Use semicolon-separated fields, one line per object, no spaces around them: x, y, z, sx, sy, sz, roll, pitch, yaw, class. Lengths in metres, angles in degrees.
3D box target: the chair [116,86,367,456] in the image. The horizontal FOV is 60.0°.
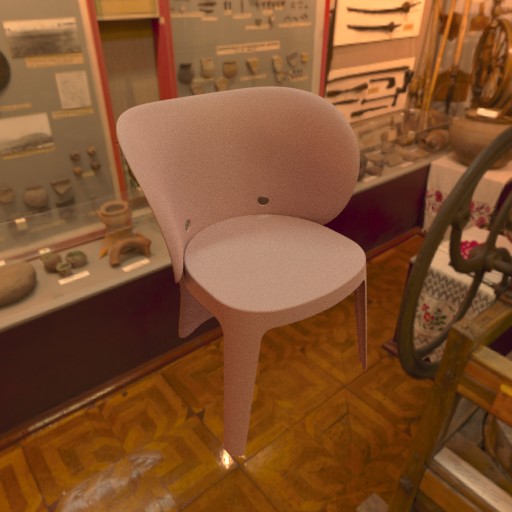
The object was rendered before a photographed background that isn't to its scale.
0.000;0.000;0.873;0.451;0.554;0.402;-22;38;-31;chair
